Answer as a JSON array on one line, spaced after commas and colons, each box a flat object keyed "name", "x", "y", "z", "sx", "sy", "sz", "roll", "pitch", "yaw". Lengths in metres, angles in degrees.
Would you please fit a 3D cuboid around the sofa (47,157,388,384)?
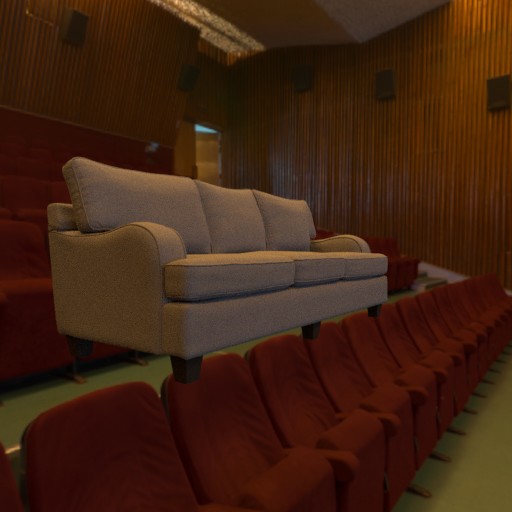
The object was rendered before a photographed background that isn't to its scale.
[{"name": "sofa", "x": 0.000, "y": 0.000, "z": 2.908, "sx": 1.016, "sy": 0.991, "sz": 2.323, "roll": 1, "pitch": 1, "yaw": 35}]
